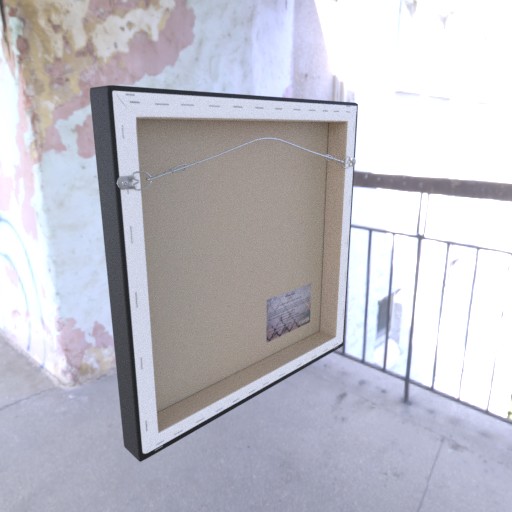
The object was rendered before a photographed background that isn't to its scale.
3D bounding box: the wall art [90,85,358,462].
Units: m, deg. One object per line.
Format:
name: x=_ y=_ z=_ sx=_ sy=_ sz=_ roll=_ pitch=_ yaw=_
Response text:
wall art: x=0.000 y=0.000 z=0.599 sx=0.406 sy=0.407 sz=0.041 roll=-15 pitch=22 yaw=-43
